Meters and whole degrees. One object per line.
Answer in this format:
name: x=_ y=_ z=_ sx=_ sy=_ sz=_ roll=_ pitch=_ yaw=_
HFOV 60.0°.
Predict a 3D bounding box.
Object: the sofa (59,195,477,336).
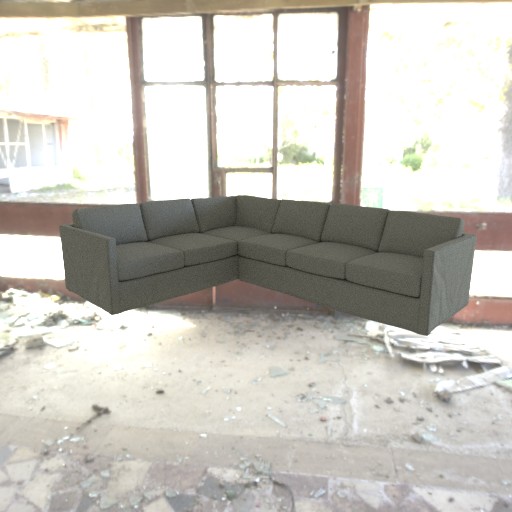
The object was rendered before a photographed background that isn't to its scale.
sofa: x=0.000 y=0.000 z=4.248 sx=3.182 sy=0.871 sz=2.432 roll=13 pitch=19 yaw=43
